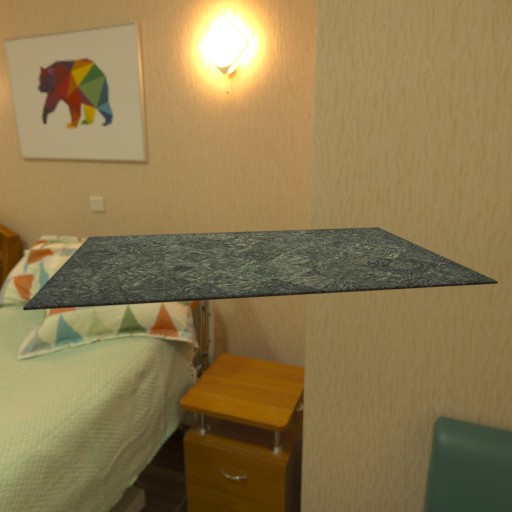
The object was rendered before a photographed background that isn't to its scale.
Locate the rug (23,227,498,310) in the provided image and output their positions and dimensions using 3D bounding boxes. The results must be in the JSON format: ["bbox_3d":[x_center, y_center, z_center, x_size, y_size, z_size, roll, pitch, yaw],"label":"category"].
[{"bbox_3d":[0.000,0.000,2.844,2.330,0.017,1.478,-2,15,-9],"label":"rug"}]
